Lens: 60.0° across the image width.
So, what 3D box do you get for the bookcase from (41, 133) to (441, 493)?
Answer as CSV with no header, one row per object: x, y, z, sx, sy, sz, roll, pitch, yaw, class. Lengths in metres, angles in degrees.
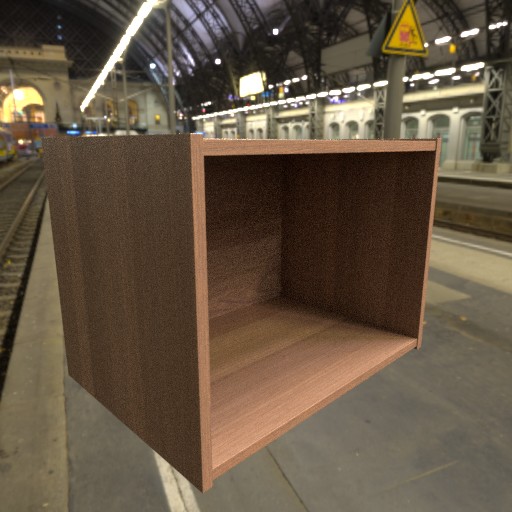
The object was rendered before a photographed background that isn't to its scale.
0.000,0.000,0.593,0.415,0.305,0.290,-13,19,-43,bookcase
